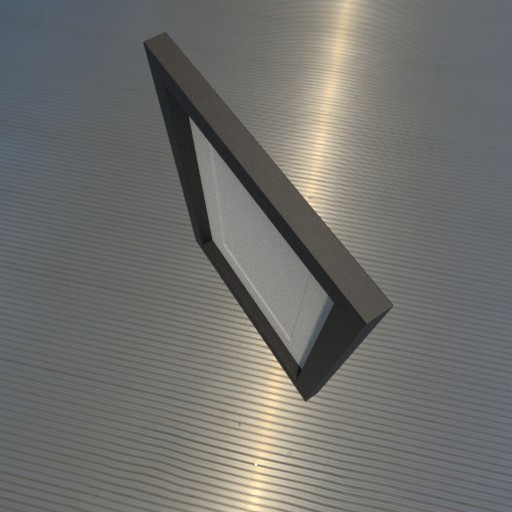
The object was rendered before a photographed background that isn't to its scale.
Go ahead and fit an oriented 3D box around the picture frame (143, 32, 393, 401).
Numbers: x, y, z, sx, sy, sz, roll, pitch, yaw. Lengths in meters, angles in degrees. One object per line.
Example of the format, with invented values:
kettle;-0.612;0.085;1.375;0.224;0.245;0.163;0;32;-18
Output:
picture frame;0.000;0.000;0.512;0.036;0.383;0.307;-31;69;-14
